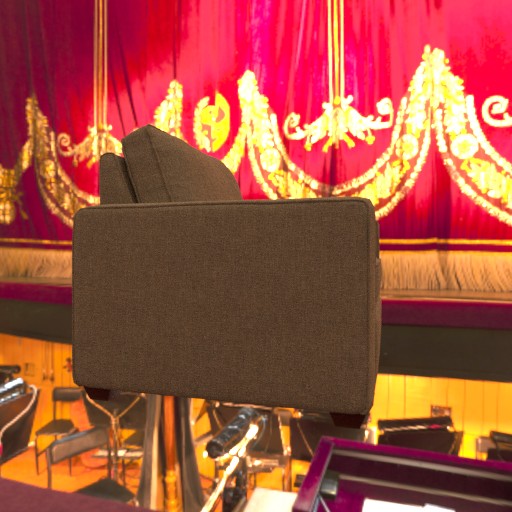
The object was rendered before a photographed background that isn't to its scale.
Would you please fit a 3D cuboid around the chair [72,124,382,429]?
[{"bbox_3d":[0.000,0.000,1.728,0.940,0.914,1.016,0,1,16],"label":"chair"}]
